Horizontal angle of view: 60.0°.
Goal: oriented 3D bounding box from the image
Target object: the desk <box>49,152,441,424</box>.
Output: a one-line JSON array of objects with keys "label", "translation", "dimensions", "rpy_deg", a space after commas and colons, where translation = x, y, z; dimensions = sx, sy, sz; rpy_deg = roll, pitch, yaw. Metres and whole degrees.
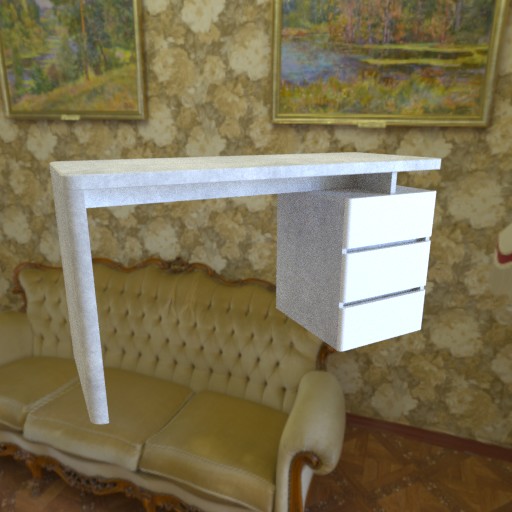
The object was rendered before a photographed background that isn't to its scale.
[{"label": "desk", "translation": [0.000, 0.000, 1.777], "dimensions": [1.400, 0.755, 0.550], "rpy_deg": [-8, 18, -26]}]
